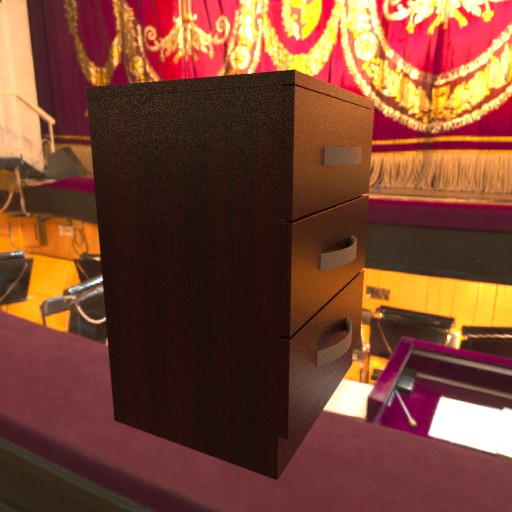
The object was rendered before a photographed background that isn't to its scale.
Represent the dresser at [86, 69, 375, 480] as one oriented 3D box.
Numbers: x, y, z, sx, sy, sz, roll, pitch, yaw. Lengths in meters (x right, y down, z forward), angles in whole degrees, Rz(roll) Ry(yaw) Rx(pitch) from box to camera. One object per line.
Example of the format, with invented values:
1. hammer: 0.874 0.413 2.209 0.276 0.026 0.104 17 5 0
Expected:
1. dresser: 0.000 0.000 0.814 0.360 0.560 0.400 7 15 26
